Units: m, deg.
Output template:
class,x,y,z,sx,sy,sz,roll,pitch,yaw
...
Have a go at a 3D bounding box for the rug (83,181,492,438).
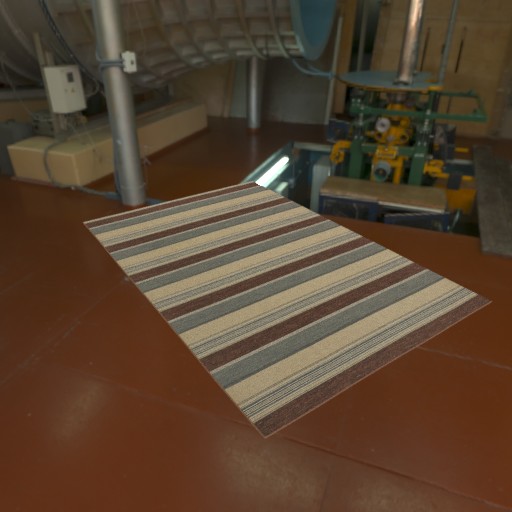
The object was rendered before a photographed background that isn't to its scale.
class,x,y,z,sx,sy,sz,roll,pitch,yaw
rug,0.000,0.000,2.268,1.219,0.008,1.829,-19,35,-30
